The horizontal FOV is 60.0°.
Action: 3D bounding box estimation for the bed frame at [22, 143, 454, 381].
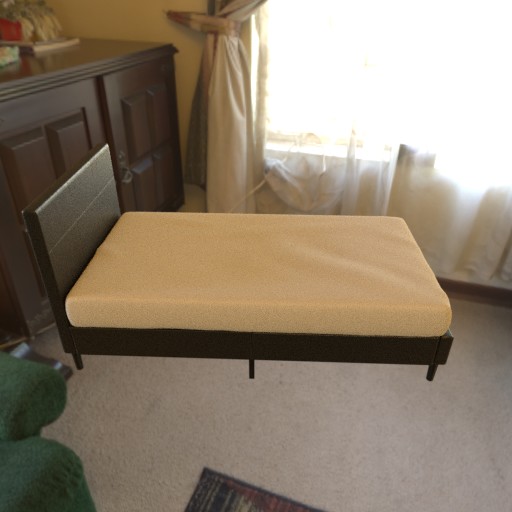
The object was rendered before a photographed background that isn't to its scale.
[{"bbox_3d":[0.000,0.000,2.533,2.152,1.046,1.038,1,32,2],"label":"bed frame"}]
